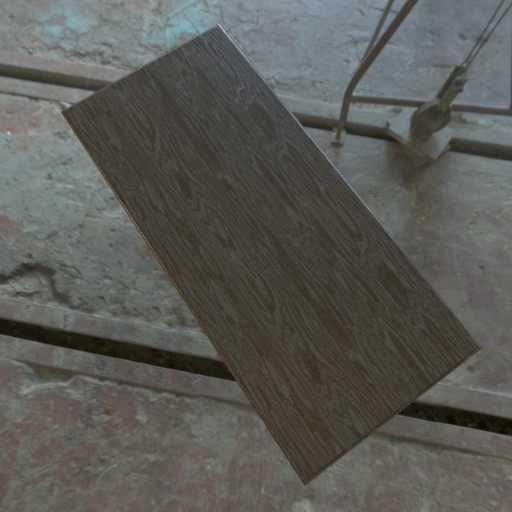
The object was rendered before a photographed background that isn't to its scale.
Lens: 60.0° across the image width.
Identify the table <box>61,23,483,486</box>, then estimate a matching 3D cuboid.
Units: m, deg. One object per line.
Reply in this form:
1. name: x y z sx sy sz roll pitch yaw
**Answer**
1. table: 0.000 0.000 1.667 0.599 0.780 1.300 -34 77 -9
